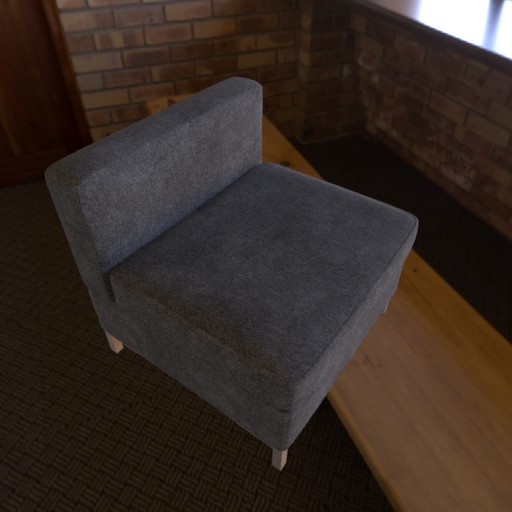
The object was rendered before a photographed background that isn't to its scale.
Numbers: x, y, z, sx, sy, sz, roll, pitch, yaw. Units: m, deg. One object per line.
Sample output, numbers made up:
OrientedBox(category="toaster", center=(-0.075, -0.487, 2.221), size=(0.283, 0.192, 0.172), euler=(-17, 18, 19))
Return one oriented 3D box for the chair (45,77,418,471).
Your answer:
OrientedBox(category="chair", center=(0.000, 0.000, 1.207), size=(0.680, 0.660, 0.680), euler=(26, 48, 26))
